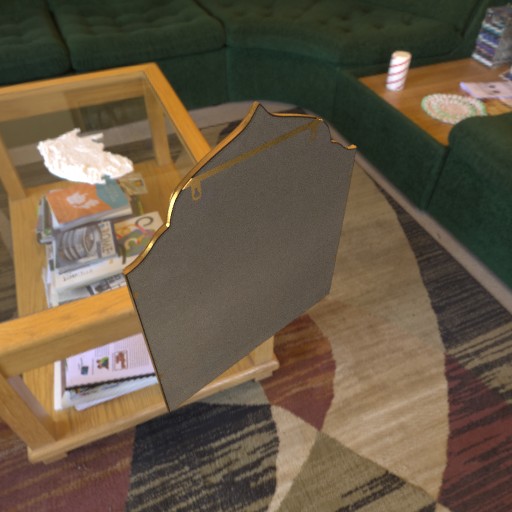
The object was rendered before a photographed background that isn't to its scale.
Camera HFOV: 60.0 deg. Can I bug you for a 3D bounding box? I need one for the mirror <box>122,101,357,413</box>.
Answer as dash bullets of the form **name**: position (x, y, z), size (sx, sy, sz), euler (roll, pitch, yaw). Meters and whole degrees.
- **mirror**: position (0.000, 0.000, 0.859), size (0.513, 0.635, 0.018), euler (-32, 54, -27)
